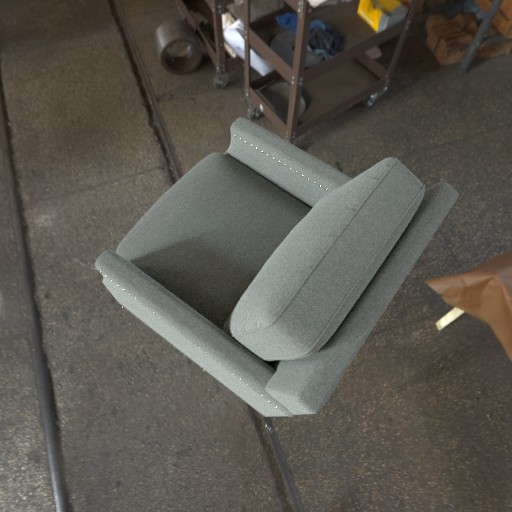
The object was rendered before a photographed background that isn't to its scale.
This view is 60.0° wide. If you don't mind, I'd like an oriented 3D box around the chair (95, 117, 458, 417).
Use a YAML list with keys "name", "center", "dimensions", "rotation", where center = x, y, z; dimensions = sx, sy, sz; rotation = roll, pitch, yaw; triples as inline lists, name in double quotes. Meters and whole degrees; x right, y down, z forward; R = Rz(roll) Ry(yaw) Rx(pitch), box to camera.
- name: "chair"
  center: [0.000, 0.000, 1.778]
  dimensions: [1.031, 1.031, 0.885]
  rotation: [34, 68, 15]
